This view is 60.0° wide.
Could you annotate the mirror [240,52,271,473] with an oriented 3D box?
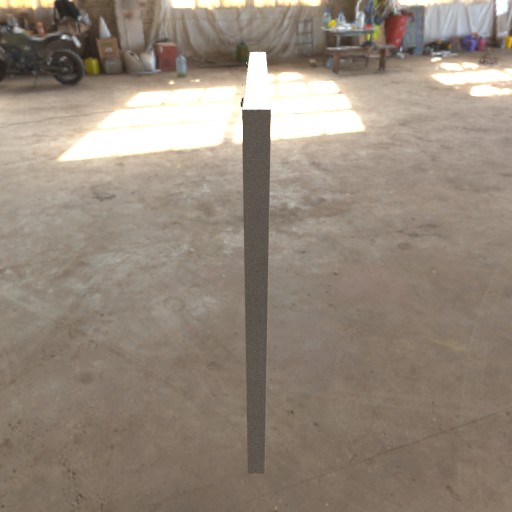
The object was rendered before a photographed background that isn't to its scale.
[{"bbox_3d":[0.000,0.000,0.916,0.039,0.710,0.507,0,32,0],"label":"mirror"}]
